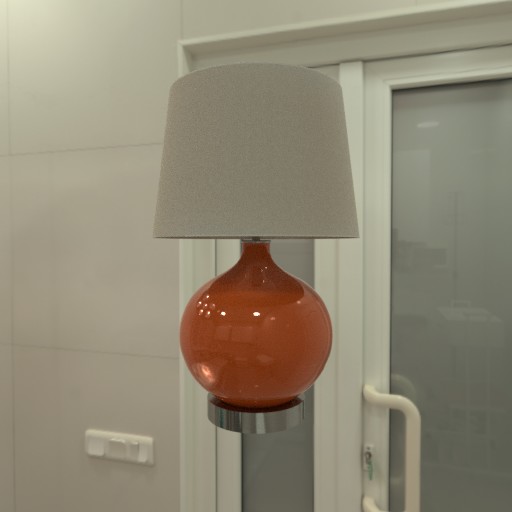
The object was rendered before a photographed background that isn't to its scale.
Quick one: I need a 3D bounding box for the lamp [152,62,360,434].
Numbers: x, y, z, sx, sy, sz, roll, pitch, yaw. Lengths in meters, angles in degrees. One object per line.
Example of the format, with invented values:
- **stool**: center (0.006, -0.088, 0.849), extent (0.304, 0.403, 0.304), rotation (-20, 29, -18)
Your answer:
- **lamp**: center (0.000, 0.000, 0.541), extent (0.247, 0.387, 0.247), rotation (0, 2, 0)
